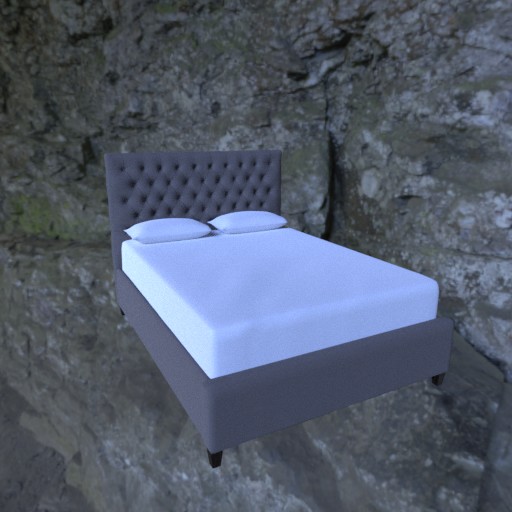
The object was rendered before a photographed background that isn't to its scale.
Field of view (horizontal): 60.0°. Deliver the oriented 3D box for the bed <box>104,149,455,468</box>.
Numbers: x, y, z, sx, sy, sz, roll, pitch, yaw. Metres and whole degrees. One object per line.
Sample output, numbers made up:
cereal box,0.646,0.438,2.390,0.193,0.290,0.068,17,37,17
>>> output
bed,0.000,0.000,3.278,1.696,1.426,2.233,-8,18,-27
